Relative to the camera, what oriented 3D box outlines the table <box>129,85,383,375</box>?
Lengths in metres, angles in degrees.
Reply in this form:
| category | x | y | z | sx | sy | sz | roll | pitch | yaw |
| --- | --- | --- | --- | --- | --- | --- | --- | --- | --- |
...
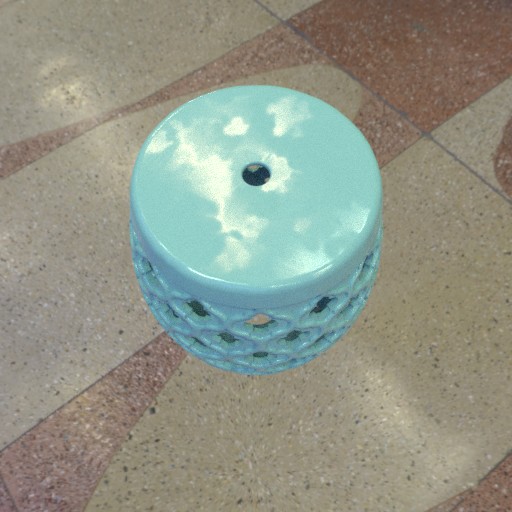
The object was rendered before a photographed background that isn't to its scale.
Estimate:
| category | x | y | z | sx | sy | sz | roll | pitch | yaw |
| --- | --- | --- | --- | --- | --- | --- | --- | --- | --- |
| table | 0.000 | 0.000 | 0.630 | 0.325 | 0.388 | 0.325 | 0 | 64 | 0 |
